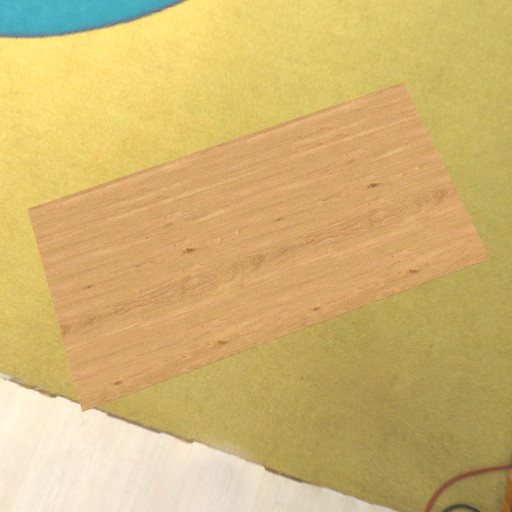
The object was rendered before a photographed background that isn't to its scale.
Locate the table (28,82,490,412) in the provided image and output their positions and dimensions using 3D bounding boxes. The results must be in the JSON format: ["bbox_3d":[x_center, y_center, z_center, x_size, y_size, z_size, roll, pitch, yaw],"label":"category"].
[{"bbox_3d":[0.000,0.000,1.177,0.899,0.452,0.450,-20,78,-4],"label":"table"}]
